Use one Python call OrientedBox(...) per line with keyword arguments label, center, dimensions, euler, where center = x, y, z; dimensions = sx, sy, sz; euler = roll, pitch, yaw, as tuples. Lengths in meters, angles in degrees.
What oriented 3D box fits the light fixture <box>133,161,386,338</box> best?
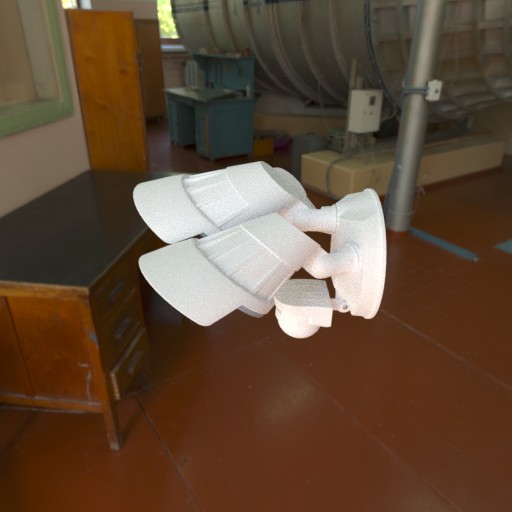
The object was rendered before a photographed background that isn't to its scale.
OrientedBox(label="light fixture", center=(0.000, 0.000, 0.554), dimensions=(0.278, 0.237, 0.369), euler=(0, 27, 0))
